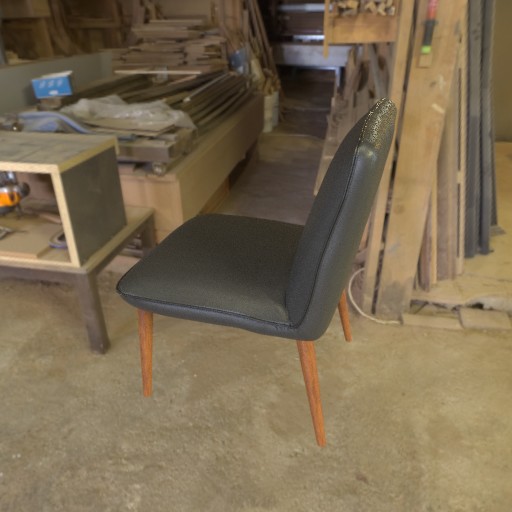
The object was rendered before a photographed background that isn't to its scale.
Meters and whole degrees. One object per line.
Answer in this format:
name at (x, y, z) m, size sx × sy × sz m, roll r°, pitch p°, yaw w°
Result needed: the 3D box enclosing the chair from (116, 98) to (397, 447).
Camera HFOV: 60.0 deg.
chair at (0.000, 0.000, 1.226) m, size 0.645 × 0.801 × 0.543 m, roll 7°, pitch 30°, yaw 13°
